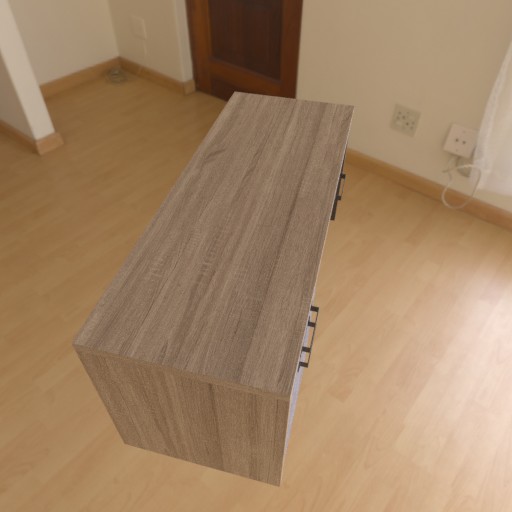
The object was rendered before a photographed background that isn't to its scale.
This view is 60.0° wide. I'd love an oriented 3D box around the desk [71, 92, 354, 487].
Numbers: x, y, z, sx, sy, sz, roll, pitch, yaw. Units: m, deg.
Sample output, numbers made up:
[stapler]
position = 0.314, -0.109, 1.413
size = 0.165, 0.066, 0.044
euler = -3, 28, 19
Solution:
[desk]
position = 0.000, 0.000, 2.101
size = 0.690, 0.760, 1.700
euler = 11, 46, 10
